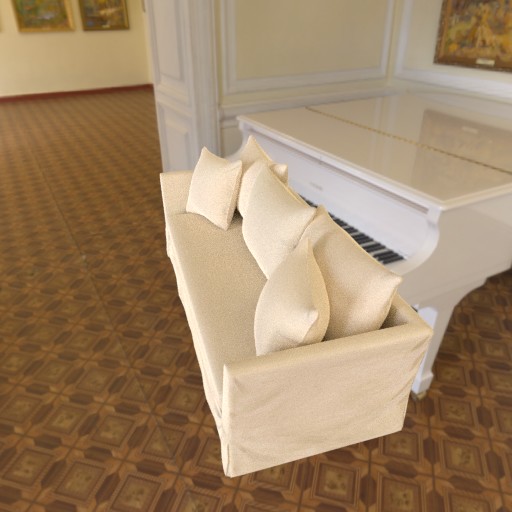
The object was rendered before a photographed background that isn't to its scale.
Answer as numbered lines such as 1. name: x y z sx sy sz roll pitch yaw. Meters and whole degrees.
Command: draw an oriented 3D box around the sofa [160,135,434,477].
1. sofa: 0.000 0.000 3.029 1.030 1.042 2.484 -9 31 -15
